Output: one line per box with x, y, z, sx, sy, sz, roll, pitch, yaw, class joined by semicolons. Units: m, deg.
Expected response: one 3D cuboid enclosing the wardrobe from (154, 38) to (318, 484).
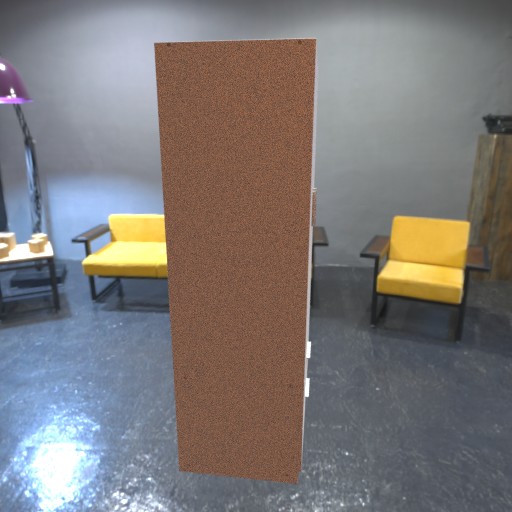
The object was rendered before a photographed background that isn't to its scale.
0.000;0.000;2.224;0.577;1.808;0.991;2;16;8;wardrobe
